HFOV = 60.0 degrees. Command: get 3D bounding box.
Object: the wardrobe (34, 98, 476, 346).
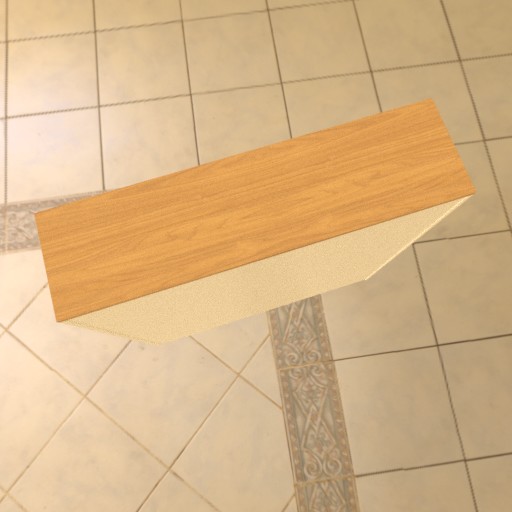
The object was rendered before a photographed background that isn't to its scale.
[{"bbox_3d":[0.000,0.000,3.331,2.160,2.260,0.590,-17,76,-4],"label":"wardrobe"}]
